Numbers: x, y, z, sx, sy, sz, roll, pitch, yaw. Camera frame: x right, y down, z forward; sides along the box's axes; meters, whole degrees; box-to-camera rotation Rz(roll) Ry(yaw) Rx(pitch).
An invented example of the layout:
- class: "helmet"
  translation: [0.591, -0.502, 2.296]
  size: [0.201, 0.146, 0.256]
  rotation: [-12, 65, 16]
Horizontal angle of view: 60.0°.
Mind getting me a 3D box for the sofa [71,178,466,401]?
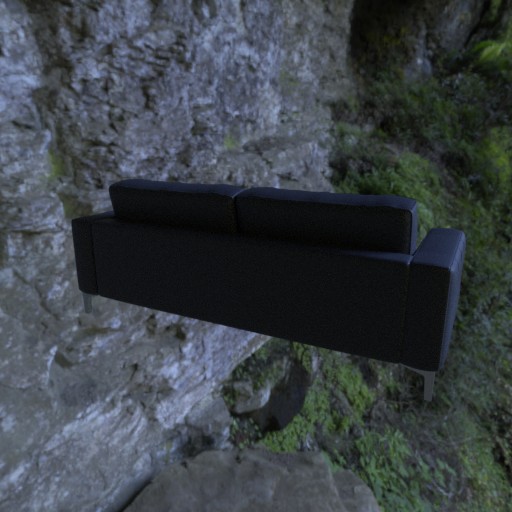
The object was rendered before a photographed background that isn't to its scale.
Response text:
- class: "sofa"
  translation: [0.000, 0.000, 2.706]
  size: [2.275, 0.893, 0.833]
  rotation: [8, 18, 26]
